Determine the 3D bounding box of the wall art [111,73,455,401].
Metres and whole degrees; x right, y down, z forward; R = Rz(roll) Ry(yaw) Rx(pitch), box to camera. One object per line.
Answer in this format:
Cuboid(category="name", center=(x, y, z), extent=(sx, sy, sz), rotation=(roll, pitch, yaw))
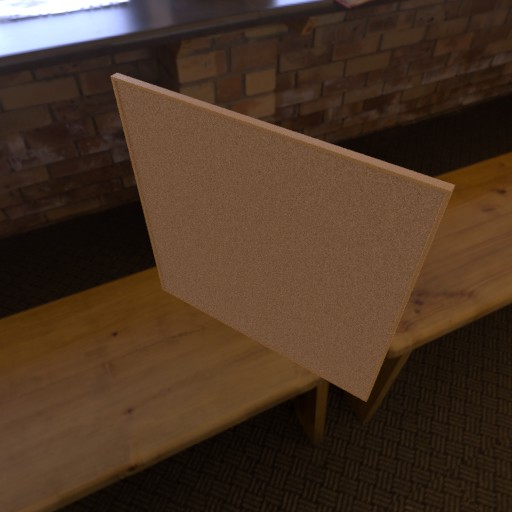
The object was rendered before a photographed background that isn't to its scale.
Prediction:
Cuboid(category="wall art", center=(0.000, 0.000, 0.681), extent=(0.457, 0.455, 0.013), rotation=(25, 52, 22))
